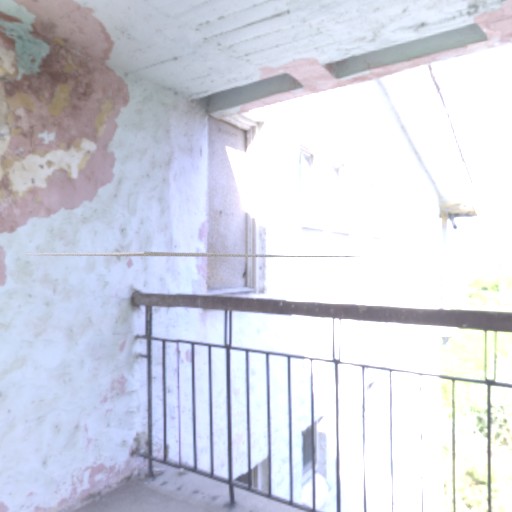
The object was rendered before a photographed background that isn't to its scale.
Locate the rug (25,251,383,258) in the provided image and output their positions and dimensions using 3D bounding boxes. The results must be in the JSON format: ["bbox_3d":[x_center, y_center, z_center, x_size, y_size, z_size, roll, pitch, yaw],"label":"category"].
[{"bbox_3d":[0.000,0.000,2.722,0.770,0.016,2.442,0,-1,35],"label":"rug"}]
